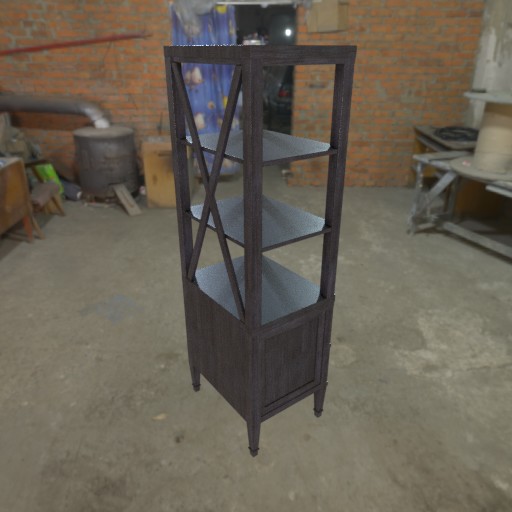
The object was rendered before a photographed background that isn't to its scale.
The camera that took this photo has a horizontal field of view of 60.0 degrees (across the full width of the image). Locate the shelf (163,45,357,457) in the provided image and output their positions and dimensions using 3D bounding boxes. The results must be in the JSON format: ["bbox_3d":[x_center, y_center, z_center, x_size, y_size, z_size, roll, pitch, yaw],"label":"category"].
[{"bbox_3d":[0.000,0.000,2.015,0.472,1.727,0.584,-17,30,-33],"label":"shelf"}]
